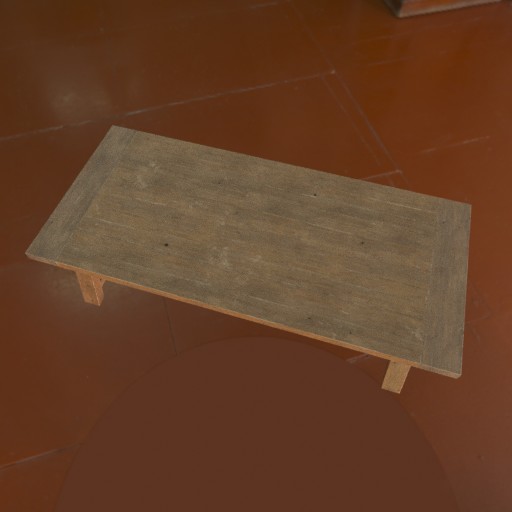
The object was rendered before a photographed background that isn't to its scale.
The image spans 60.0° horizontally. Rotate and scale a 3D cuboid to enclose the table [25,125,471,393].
[{"bbox_3d":[0.000,0.000,2.146,1.800,0.465,0.820,14,59,9],"label":"table"}]
